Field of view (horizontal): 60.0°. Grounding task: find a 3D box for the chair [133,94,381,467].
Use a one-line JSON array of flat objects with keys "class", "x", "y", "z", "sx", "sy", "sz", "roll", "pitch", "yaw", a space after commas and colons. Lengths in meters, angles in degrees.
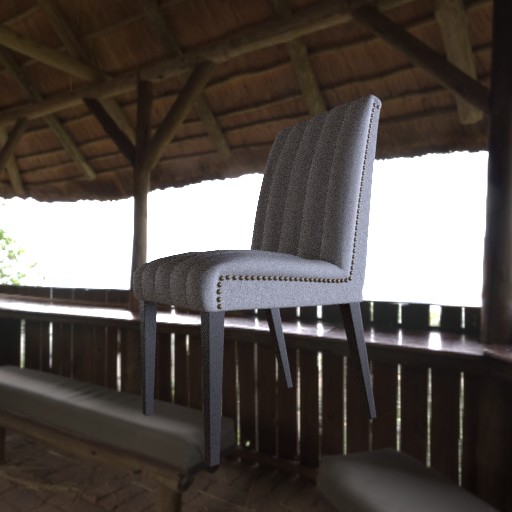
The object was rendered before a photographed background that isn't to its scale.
[{"class": "chair", "x": 0.000, "y": 0.000, "z": 1.403, "sx": 0.647, "sy": 1.016, "sz": 0.511, "roll": 1, "pitch": -1, "yaw": -34}]
